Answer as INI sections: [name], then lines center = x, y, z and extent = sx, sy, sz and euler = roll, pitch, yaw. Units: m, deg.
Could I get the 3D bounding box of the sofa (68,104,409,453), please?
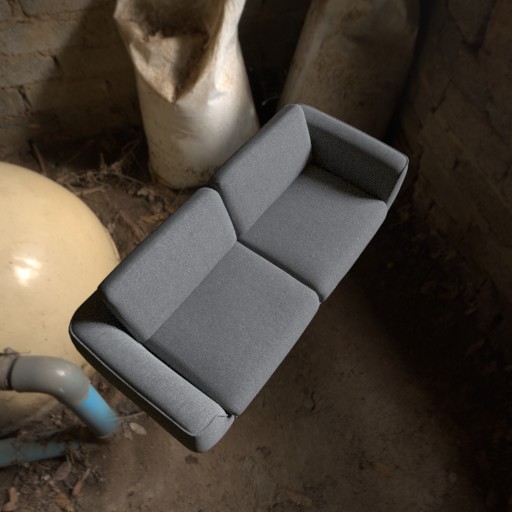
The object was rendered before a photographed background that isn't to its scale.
[sofa]
center = 0.000, 0.000, 2.521
extent = 0.920, 0.870, 2.000
euler = 33, 65, 18
